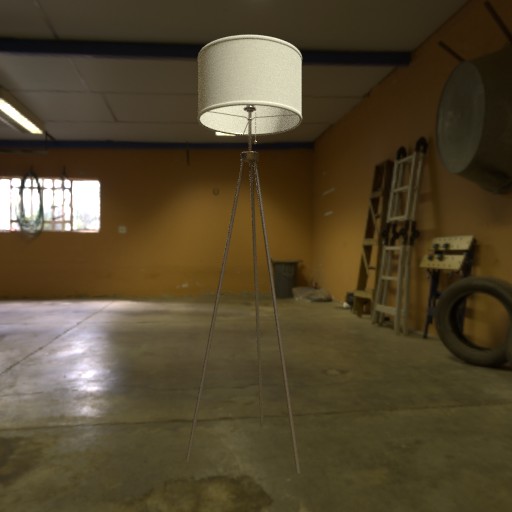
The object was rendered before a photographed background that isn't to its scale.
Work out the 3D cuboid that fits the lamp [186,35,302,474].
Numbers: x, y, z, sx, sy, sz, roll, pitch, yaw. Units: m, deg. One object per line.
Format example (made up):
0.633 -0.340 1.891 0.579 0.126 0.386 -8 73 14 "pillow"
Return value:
0.000 0.000 1.744 0.458 1.545 0.448 0 0 37 "lamp"
